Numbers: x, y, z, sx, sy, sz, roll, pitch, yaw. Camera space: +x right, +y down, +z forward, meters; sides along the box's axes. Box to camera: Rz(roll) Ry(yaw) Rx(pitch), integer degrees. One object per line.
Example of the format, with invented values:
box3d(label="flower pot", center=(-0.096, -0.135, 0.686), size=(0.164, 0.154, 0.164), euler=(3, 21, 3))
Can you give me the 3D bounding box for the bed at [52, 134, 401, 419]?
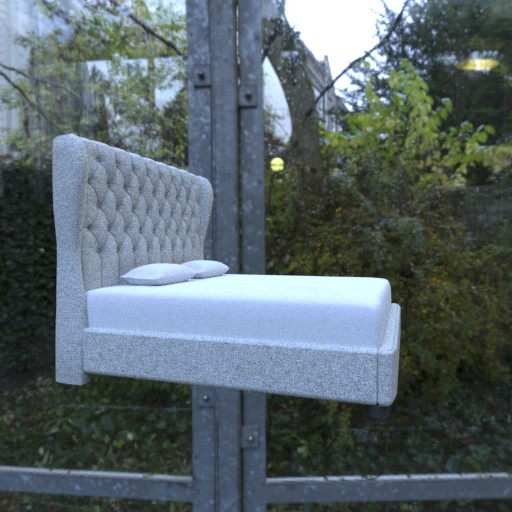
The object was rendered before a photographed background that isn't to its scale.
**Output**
box3d(label="bed", center=(0.000, 0.000, 3.800), size=(2.347, 1.771, 2.219), euler=(1, 2, 19))
